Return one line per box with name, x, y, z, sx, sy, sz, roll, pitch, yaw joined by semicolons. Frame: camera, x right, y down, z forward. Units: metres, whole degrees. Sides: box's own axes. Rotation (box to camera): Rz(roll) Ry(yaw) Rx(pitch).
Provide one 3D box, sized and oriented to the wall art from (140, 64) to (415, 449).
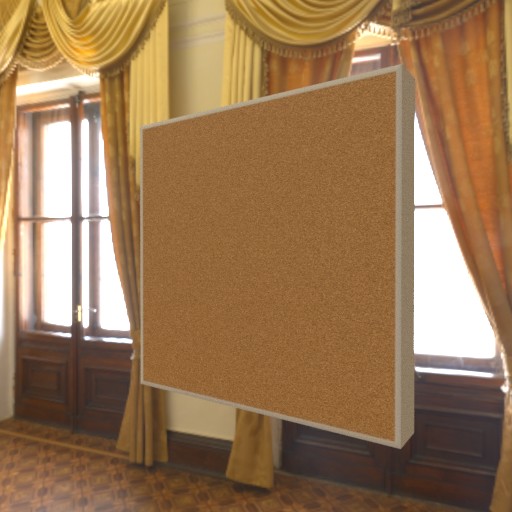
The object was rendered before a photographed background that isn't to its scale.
wall art;0.000;0.000;0.452;0.305;0.304;0.038;0;1;35
